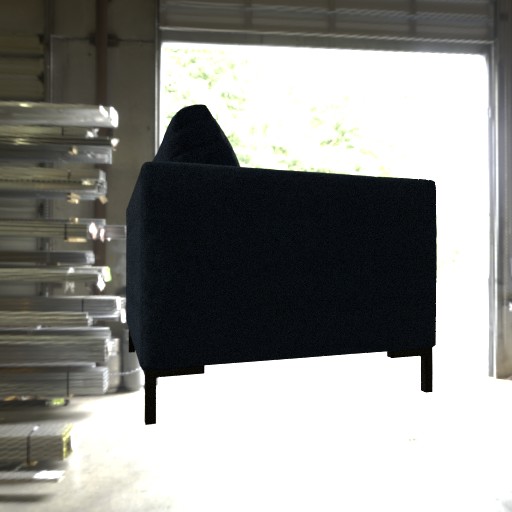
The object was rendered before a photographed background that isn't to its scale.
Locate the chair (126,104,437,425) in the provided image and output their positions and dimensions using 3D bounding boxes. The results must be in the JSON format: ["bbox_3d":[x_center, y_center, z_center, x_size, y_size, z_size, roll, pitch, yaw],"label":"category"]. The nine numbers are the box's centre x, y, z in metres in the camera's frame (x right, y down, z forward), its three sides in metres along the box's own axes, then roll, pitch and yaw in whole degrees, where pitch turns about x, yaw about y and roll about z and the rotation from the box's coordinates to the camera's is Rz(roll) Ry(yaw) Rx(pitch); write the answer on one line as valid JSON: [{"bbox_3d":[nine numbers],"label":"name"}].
[{"bbox_3d":[0.000,0.000,1.610,0.875,0.812,0.964,0,-1,-18],"label":"chair"}]
